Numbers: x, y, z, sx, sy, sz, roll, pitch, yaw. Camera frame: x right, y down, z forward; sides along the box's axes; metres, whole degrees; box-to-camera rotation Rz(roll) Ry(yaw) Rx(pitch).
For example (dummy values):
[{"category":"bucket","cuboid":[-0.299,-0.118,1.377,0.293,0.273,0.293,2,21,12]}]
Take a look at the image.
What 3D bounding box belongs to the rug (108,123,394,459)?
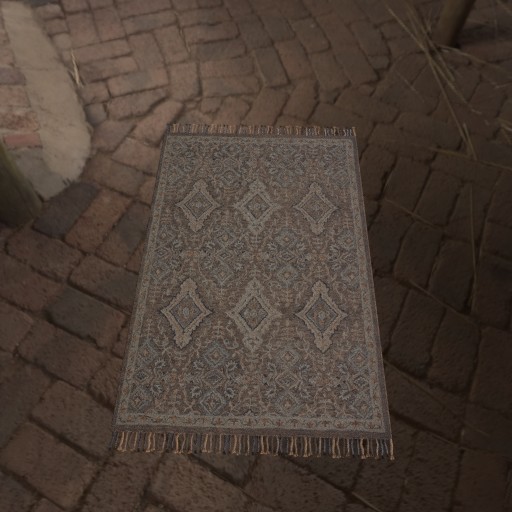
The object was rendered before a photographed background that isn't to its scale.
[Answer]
[{"category":"rug","cuboid":[0.000,0.000,2.948,1.516,0.010,2.434,1,60,1]}]
